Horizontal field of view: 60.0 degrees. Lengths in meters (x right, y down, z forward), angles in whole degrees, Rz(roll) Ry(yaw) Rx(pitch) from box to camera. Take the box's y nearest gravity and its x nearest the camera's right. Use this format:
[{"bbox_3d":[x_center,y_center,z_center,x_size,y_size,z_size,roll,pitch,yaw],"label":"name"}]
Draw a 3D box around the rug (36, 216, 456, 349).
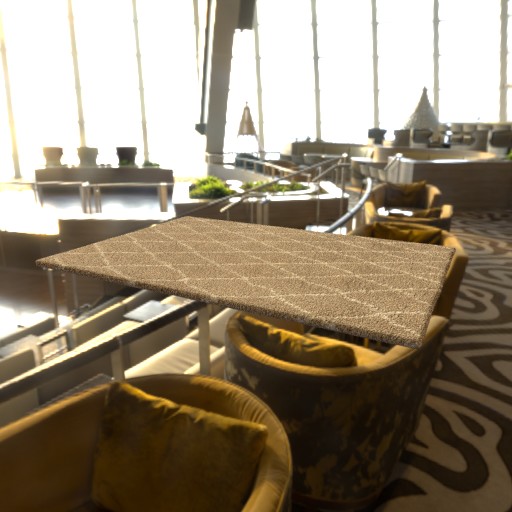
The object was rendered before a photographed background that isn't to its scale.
[{"bbox_3d":[0.000,0.000,2.255,1.778,0.030,1.219,9,19,27],"label":"rug"}]
